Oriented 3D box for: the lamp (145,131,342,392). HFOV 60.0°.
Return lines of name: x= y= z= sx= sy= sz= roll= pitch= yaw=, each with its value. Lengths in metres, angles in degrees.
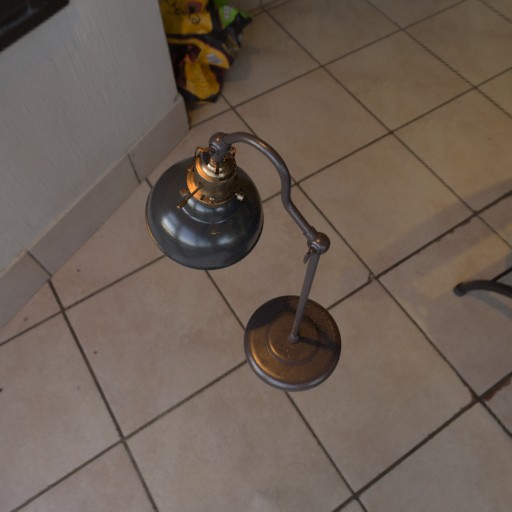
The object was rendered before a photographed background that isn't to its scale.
lamp: x=0.000 y=0.000 z=0.674 sx=0.374 sy=0.508 sz=0.192 roll=35 pitch=67 yaw=17
